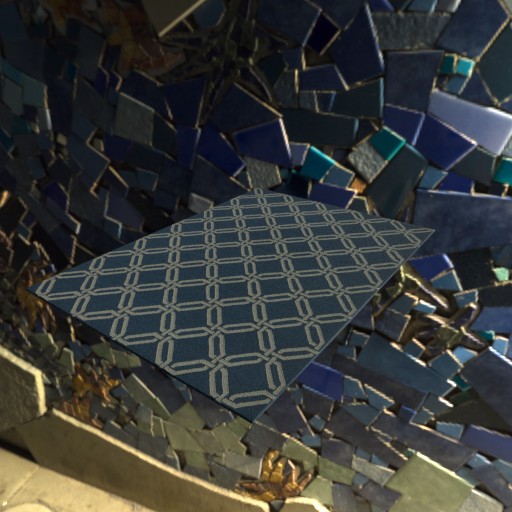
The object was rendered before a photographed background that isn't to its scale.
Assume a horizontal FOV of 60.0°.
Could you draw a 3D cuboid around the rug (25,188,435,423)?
[{"bbox_3d":[0.000,0.000,4.323,2.432,0.018,3.342,19,33,32],"label":"rug"}]
